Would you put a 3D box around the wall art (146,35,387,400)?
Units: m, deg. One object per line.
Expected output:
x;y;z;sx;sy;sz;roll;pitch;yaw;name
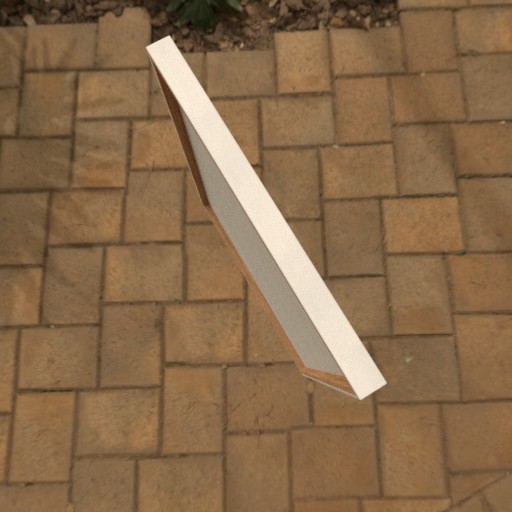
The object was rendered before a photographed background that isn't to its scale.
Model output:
0.000;0.000;0.825;0.037;0.606;0.508;-30;79;-6;wall art
